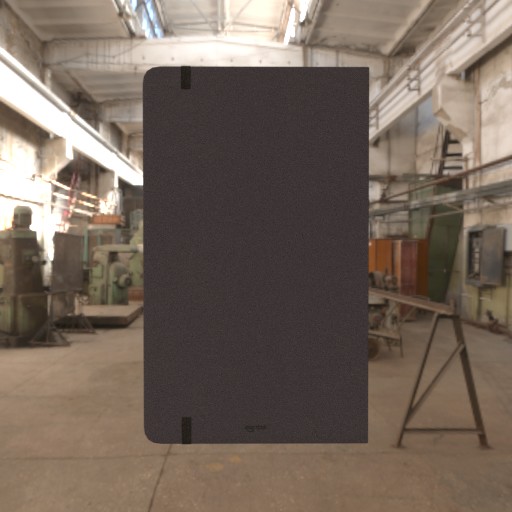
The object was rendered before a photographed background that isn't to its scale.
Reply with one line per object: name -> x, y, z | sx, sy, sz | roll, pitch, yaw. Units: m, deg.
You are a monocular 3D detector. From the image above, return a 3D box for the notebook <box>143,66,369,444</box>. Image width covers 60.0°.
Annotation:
notebook -> 0.000, 0.000, 0.257 | 0.127, 0.213, 0.016 | 0, 1, 0
